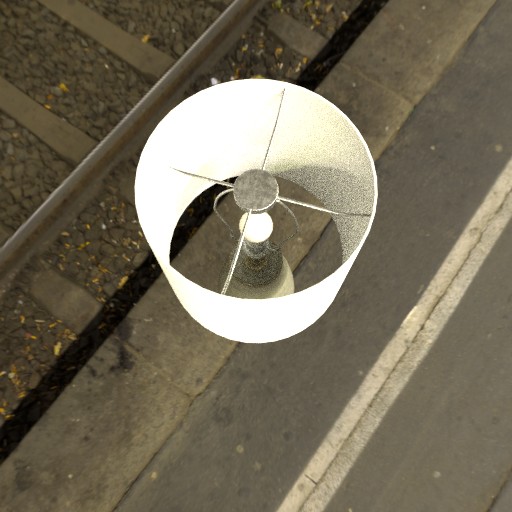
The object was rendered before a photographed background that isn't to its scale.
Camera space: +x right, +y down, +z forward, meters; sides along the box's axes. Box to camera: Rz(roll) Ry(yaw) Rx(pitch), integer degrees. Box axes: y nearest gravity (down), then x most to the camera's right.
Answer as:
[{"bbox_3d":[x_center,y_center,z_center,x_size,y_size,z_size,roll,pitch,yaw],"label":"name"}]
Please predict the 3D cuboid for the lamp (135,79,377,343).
[{"bbox_3d":[0.000,0.000,0.477,0.186,0.369,0.186,0,74,0],"label":"lamp"}]
